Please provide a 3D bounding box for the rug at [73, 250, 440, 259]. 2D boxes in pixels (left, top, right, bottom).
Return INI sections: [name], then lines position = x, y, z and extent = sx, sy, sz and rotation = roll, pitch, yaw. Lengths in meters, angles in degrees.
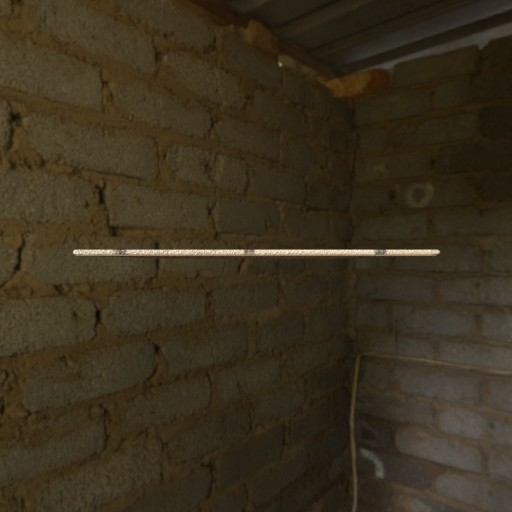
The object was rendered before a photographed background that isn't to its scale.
[rug]
position = 0.000, 0.000, 2.966
extent = 1.501, 0.024, 2.348
rotation = 0, -1, 0
